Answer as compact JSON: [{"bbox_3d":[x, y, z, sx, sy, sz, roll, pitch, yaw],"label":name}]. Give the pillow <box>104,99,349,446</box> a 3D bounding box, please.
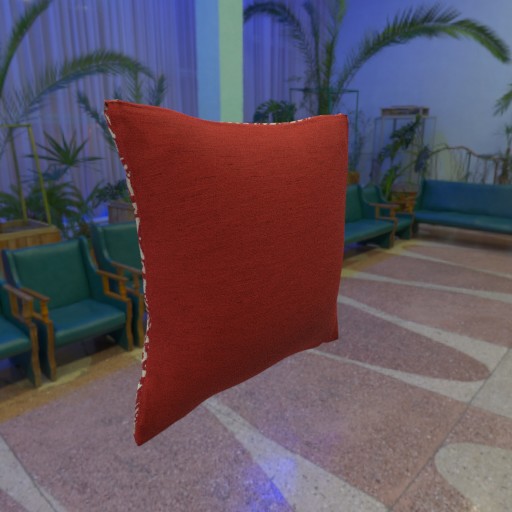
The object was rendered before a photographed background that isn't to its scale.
[{"bbox_3d":[0.000,0.000,0.660,0.438,0.419,0.162,-15,21,-43],"label":"pillow"}]
